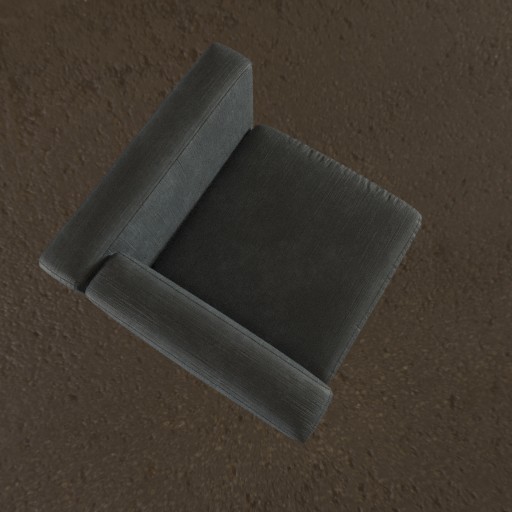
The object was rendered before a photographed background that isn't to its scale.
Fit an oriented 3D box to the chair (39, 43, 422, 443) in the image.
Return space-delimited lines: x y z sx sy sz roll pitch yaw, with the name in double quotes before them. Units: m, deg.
"chair" 0.000 0.000 1.225 0.680 0.660 0.680 32 77 8
